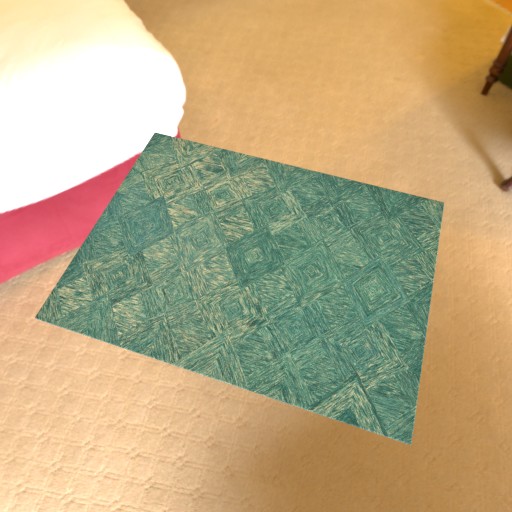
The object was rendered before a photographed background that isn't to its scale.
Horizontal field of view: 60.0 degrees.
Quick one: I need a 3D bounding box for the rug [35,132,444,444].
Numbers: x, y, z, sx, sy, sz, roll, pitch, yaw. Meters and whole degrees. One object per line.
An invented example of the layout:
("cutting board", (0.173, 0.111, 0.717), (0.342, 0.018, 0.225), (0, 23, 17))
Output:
("rug", (0.000, 0.000, 4.154), (3.217, 0.027, 2.405), (16, 59, 10))
